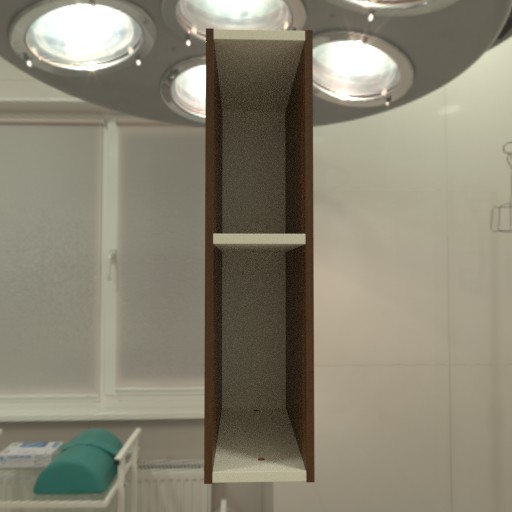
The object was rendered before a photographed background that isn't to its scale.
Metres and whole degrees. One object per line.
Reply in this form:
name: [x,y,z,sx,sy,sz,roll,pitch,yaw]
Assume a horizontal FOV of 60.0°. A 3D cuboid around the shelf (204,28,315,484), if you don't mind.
shelf: [0.000,0.000,0.730,0.147,0.600,0.290,0,-2,-2]
